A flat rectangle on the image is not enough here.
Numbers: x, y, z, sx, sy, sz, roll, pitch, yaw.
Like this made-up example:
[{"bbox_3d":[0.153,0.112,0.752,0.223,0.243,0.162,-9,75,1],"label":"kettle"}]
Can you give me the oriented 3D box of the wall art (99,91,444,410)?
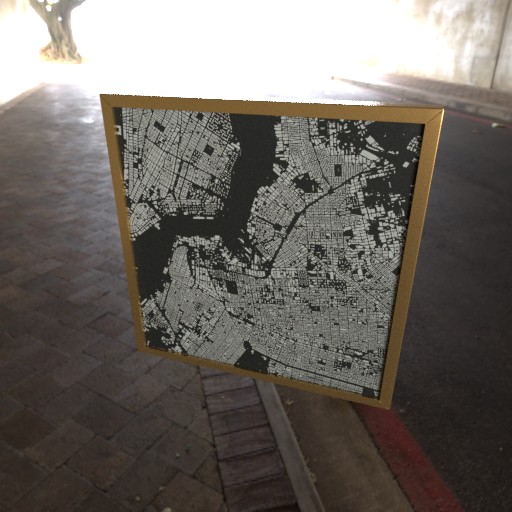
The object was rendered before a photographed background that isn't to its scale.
[{"bbox_3d":[0.000,0.000,0.453,0.305,0.305,0.023,8,28,16],"label":"wall art"}]
